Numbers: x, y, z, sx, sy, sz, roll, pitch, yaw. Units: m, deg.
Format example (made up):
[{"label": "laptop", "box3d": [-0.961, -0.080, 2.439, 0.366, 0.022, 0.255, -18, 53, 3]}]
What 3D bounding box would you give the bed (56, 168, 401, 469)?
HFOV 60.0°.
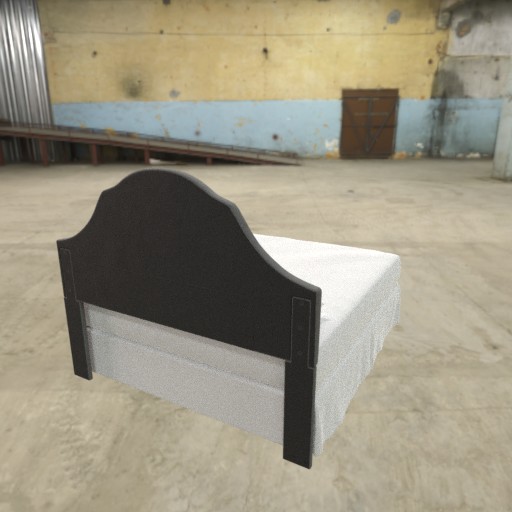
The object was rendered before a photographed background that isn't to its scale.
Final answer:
[{"label": "bed", "box3d": [0.000, 0.000, 3.620, 2.008, 1.615, 2.214, 10, 20, 28]}]
